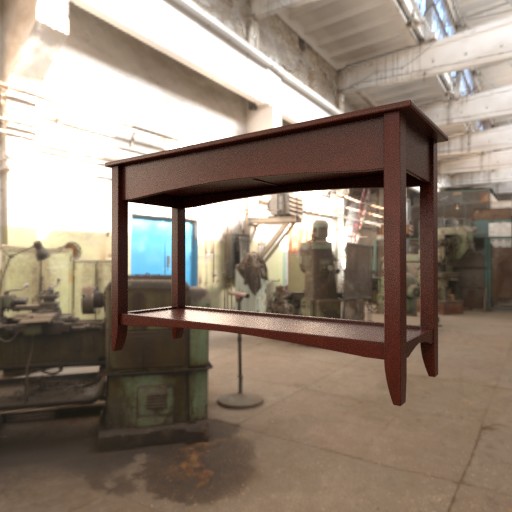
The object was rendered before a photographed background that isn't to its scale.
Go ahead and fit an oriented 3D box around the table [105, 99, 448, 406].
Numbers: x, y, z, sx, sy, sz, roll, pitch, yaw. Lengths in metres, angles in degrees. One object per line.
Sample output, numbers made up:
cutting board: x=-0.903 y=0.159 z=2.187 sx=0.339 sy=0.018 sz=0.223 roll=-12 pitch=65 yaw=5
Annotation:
table: x=0.000 y=0.000 z=1.557 sx=1.188 sy=0.739 sz=0.392 roll=0 pitch=-1 yaw=36
